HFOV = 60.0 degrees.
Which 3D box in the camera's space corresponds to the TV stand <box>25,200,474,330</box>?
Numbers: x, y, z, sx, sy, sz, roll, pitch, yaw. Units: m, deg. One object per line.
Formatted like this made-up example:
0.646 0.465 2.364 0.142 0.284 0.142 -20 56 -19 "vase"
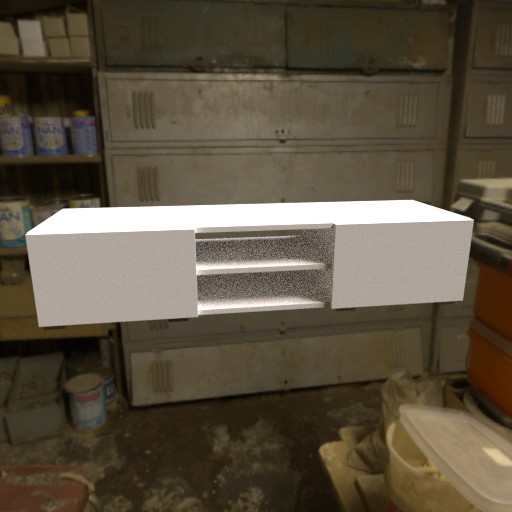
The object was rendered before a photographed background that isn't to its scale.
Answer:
0.000 0.000 1.609 1.400 0.310 0.420 -2 16 -8 "TV stand"
